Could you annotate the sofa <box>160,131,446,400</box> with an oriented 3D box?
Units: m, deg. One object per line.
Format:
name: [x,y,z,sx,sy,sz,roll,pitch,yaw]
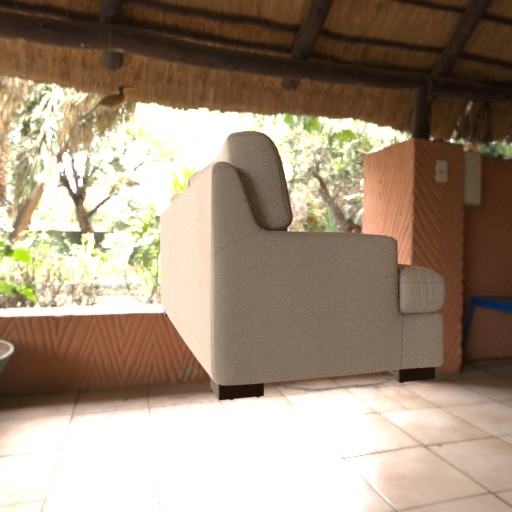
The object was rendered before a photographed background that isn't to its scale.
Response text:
sofa: [0.000,0.000,2.568,0.929,0.925,2.147,0,1,-17]
